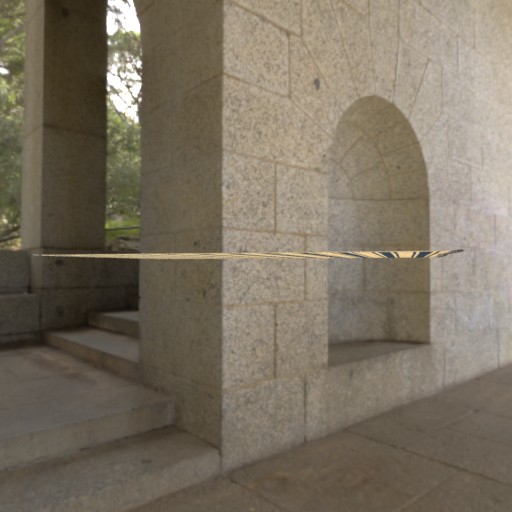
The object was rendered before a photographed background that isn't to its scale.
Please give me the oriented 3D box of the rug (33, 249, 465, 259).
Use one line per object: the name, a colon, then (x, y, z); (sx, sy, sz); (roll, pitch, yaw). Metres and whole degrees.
rug: (0.000, 0.000, 2.591); (2.108, 0.009, 1.248); (0, -1, 19)
